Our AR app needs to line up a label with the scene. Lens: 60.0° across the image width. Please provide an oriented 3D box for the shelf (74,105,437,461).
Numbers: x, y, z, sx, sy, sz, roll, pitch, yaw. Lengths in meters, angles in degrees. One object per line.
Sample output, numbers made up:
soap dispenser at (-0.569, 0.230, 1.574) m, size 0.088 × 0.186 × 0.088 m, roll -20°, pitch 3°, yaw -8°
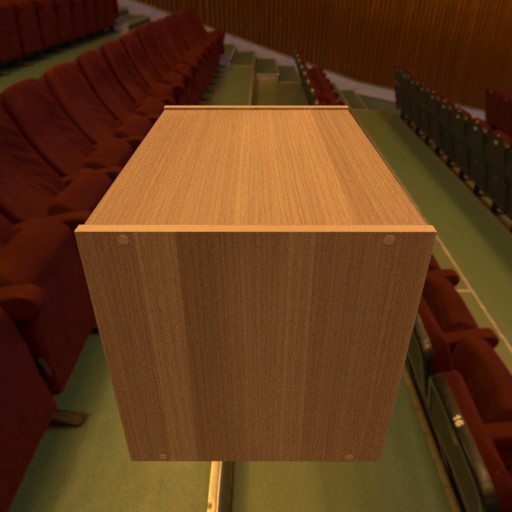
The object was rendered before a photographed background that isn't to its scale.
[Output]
shelf at (0.000, 0.000, 0.610) m, size 0.290 × 0.305 × 0.415 m, roll 0°, pitch 32°, yaw 0°
